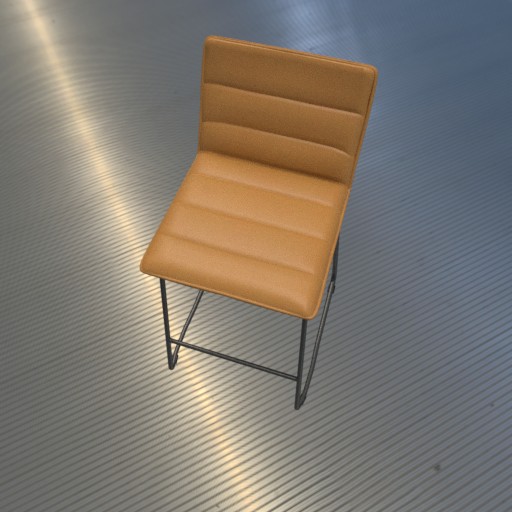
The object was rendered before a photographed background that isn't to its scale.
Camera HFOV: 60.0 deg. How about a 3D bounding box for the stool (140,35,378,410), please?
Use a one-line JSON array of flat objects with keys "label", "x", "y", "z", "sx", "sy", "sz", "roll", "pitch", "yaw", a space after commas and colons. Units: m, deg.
[{"label": "stool", "x": 0.000, "y": 0.000, "z": 1.217, "sx": 0.489, "sy": 0.936, "sz": 0.524, "roll": 15, "pitch": 60, "yaw": 9}]
